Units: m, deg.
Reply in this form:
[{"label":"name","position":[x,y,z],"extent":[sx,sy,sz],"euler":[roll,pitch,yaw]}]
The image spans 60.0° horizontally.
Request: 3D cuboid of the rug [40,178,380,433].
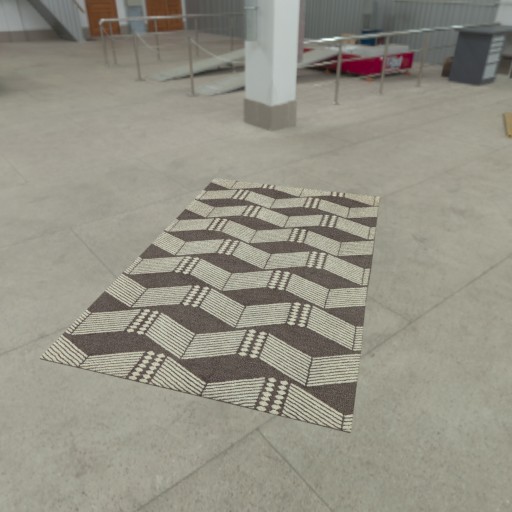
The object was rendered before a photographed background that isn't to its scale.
[{"label":"rug","position":[0.000,0.000,2.994],"extent":[1.517,0.011,2.435],"euler":[9,33,14]}]
